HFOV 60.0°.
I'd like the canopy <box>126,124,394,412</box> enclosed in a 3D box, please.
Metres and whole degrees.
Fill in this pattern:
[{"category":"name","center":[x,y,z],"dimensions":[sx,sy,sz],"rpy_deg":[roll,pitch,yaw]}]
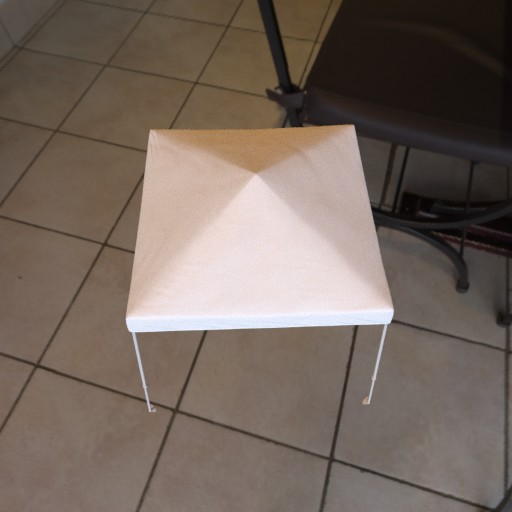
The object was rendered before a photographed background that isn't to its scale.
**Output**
[{"category":"canopy","center":[0.000,0.000,5.246],"dimensions":[2.848,2.849,2.849],"rpy_deg":[-2,58,-1]}]
